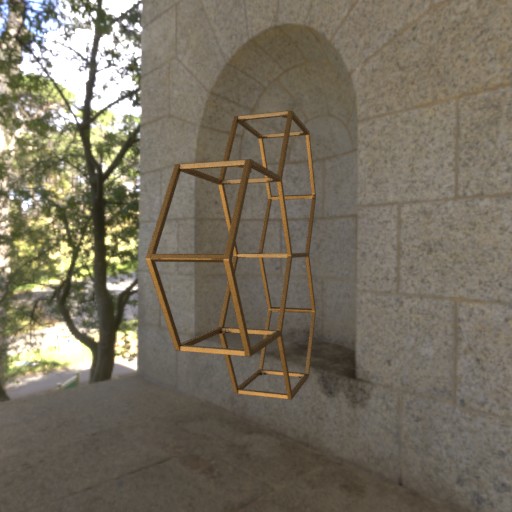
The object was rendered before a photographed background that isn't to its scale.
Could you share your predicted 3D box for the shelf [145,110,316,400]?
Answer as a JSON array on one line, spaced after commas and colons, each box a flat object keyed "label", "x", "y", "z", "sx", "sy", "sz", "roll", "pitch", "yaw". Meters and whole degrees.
[{"label": "shelf", "x": 0.000, "y": 0.000, "z": 1.049, "sx": 0.150, "sy": 0.701, "sz": 0.708, "roll": 0, "pitch": 1, "yaw": 19}]
